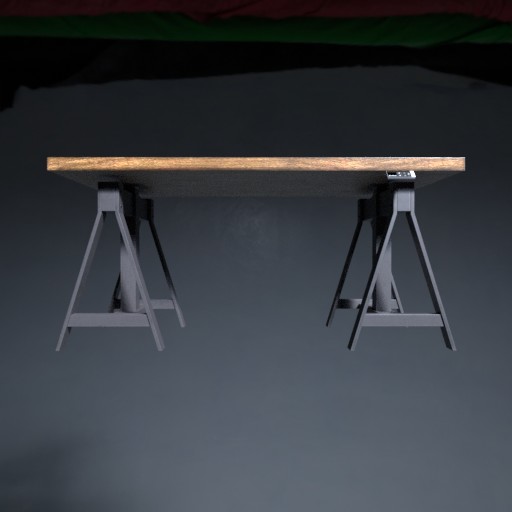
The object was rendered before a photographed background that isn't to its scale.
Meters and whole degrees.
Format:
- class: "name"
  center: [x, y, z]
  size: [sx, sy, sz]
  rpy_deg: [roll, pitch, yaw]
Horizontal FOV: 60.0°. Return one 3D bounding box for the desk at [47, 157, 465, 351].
- class: "desk"
  center: [0.000, 0.000, 1.990]
  size: [1.543, 0.725, 0.784]
  rpy_deg: [0, 1, 0]
